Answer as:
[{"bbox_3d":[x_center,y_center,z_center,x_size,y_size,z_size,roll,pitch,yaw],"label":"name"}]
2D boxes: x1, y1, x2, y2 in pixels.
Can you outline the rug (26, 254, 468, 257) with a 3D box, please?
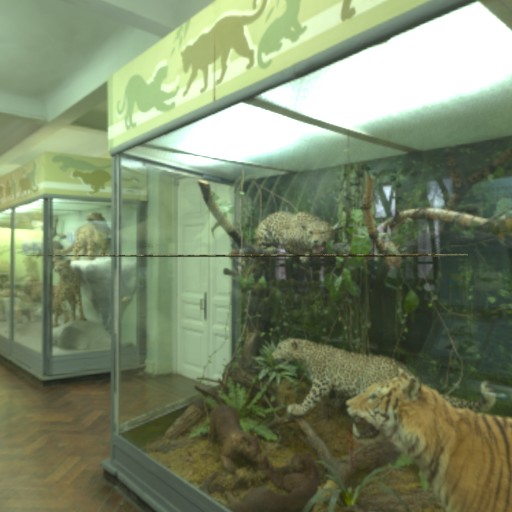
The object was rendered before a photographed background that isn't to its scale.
[{"bbox_3d":[0.000,0.000,3.015,2.438,0.008,1.524,0,0,17],"label":"rug"}]
